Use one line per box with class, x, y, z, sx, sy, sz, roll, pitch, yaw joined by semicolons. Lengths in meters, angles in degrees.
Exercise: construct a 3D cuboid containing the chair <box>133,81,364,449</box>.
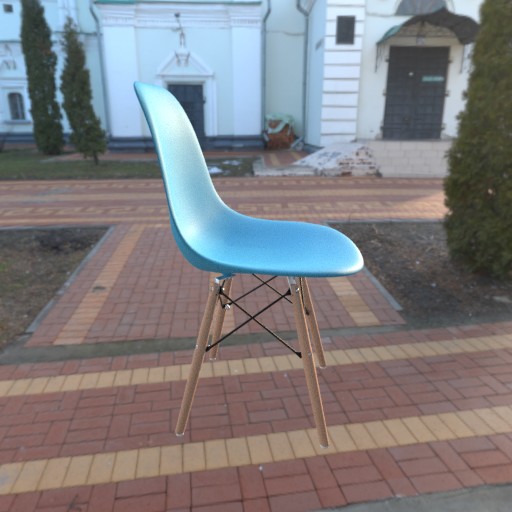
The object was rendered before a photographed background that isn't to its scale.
chair;0.000;0.000;1.126;0.531;0.826;0.470;2;17;7
